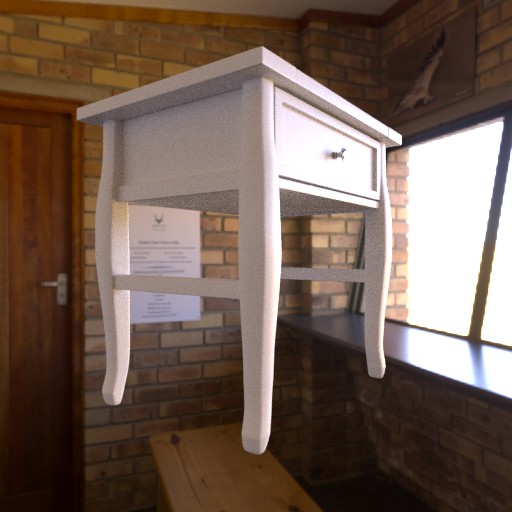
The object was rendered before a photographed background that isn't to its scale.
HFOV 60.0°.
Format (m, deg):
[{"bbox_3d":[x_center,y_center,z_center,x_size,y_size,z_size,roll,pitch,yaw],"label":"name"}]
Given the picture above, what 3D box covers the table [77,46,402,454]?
[{"bbox_3d":[0.000,0.000,1.005,0.463,0.605,0.599,0,1,36],"label":"table"}]
